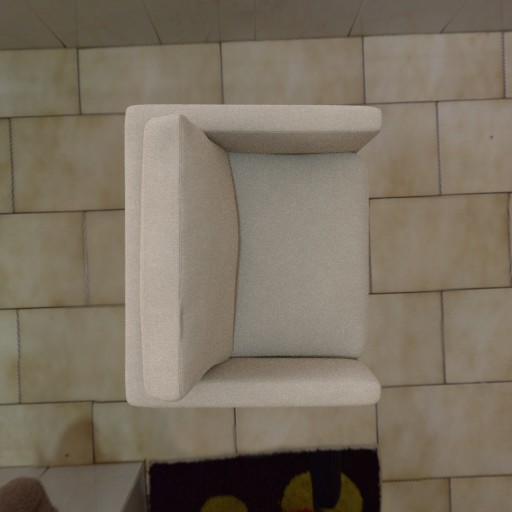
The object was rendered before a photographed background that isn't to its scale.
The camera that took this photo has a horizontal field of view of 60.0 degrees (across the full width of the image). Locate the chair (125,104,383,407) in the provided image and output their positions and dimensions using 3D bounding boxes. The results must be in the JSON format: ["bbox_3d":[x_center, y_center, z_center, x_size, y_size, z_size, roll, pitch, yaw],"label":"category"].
[{"bbox_3d":[0.000,0.000,1.855,0.959,0.961,1.107,0,91,-1],"label":"chair"}]
